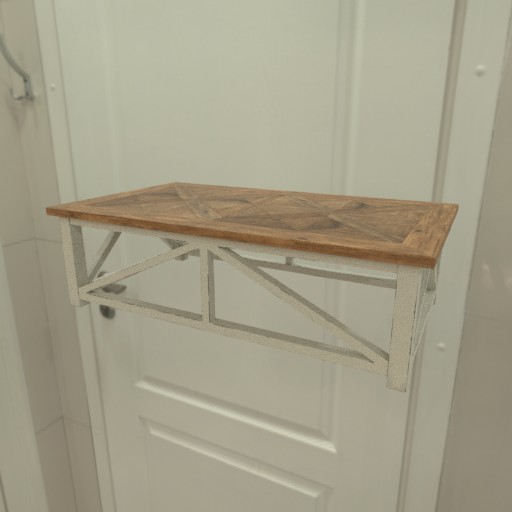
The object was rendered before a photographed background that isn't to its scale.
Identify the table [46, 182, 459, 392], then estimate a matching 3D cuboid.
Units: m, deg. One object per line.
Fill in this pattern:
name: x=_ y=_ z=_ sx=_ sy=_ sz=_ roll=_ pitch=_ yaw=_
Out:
table: x=0.000 y=0.000 z=1.788 sx=1.400 sy=0.410 sz=0.800 roll=9 pitch=19 yaw=26
